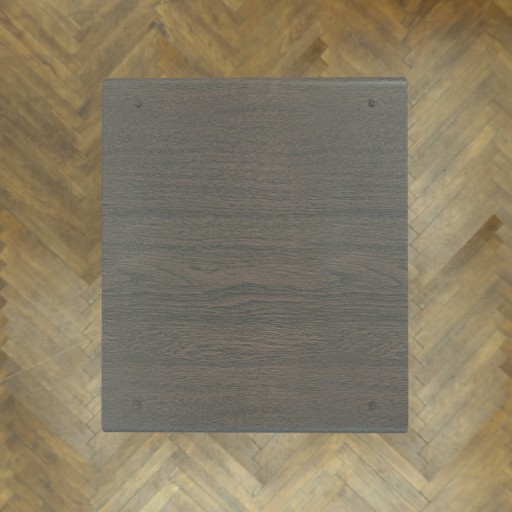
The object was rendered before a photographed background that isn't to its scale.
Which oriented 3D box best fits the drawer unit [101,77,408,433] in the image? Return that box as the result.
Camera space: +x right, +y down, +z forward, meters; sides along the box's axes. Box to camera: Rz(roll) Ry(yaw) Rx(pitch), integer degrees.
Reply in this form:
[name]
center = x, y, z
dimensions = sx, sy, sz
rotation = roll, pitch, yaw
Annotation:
[drawer unit]
center = 0.000, 0.000, 0.590
dimensions = 0.290, 0.344, 0.344
rotation = 0, 89, 1
